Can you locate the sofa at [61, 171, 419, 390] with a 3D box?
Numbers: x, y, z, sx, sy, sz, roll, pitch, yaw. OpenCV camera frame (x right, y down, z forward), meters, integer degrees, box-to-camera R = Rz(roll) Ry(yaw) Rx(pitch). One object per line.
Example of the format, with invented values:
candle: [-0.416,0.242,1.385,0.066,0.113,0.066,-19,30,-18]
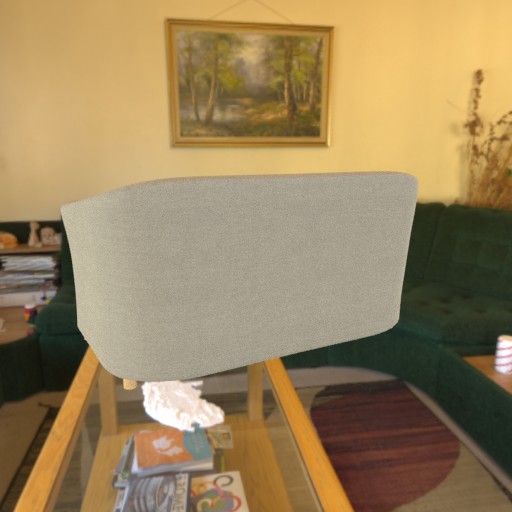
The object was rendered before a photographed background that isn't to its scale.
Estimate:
sofa: [0.000,0.000,1.889,1.452,0.721,0.705,-7,15,-26]
